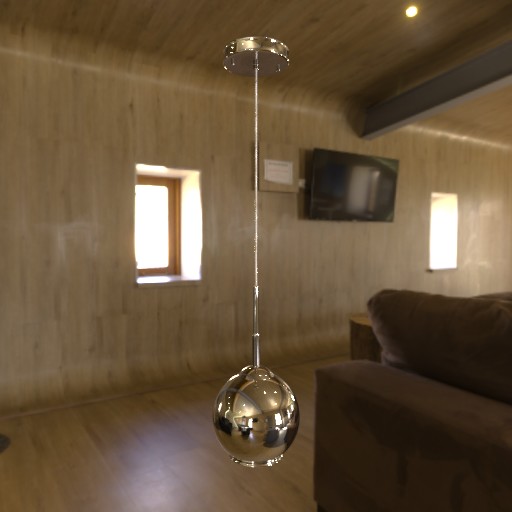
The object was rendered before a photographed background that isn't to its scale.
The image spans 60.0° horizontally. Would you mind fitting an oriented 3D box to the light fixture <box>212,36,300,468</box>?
[{"bbox_3d":[0.000,0.000,1.692,0.336,1.538,0.336,-1,2,-17],"label":"light fixture"}]
